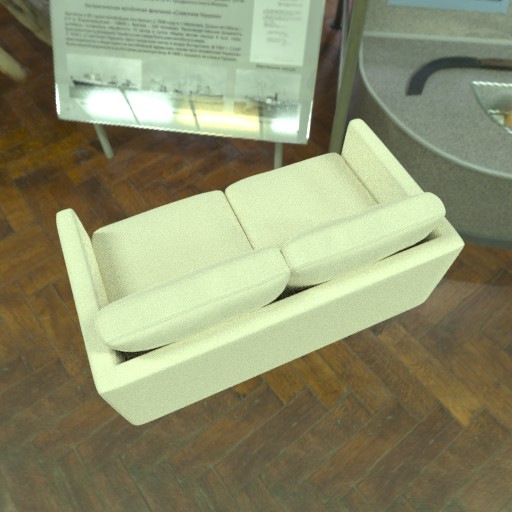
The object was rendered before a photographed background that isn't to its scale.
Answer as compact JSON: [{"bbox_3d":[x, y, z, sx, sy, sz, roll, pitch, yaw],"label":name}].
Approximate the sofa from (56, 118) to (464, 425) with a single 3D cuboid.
[{"bbox_3d":[0.000,0.000,2.250,1.702,0.888,0.964,-20,60,-12],"label":"sofa"}]
